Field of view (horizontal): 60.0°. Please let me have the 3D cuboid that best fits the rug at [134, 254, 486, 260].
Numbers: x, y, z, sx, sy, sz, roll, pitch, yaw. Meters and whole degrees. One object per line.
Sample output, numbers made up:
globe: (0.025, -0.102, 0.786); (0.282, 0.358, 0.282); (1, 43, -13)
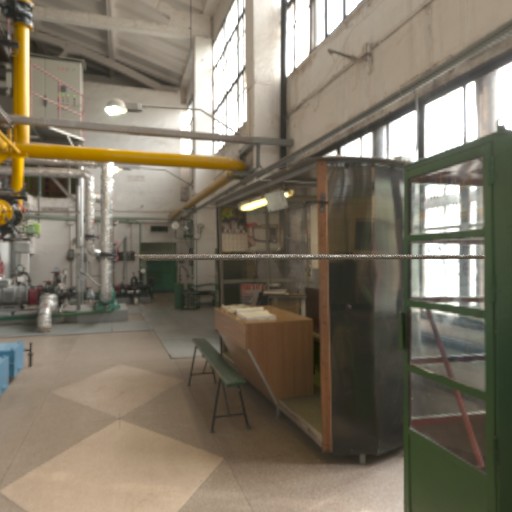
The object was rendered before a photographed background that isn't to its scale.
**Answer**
rug: (0.000, 0.000, 2.197); (1.144, 0.014, 1.748); (0, 0, -16)
